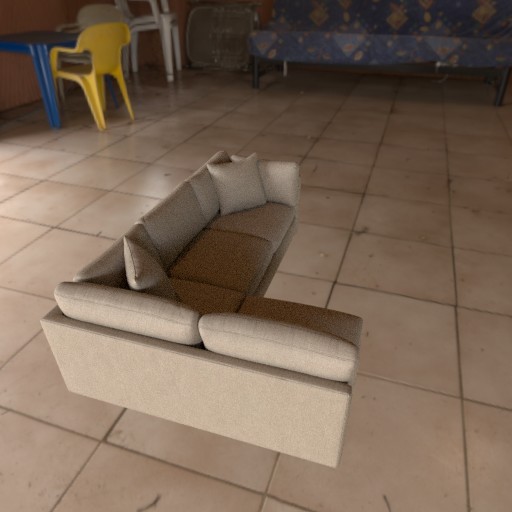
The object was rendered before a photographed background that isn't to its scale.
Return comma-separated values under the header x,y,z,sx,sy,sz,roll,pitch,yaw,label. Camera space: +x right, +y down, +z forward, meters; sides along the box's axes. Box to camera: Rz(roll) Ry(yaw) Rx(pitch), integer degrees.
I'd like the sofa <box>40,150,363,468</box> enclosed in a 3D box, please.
x,y,z,sx,sy,sz,roll,pitch,yaw,label
0.000,0.000,3.836,1.994,0.978,2.896,10,34,15,sofa
